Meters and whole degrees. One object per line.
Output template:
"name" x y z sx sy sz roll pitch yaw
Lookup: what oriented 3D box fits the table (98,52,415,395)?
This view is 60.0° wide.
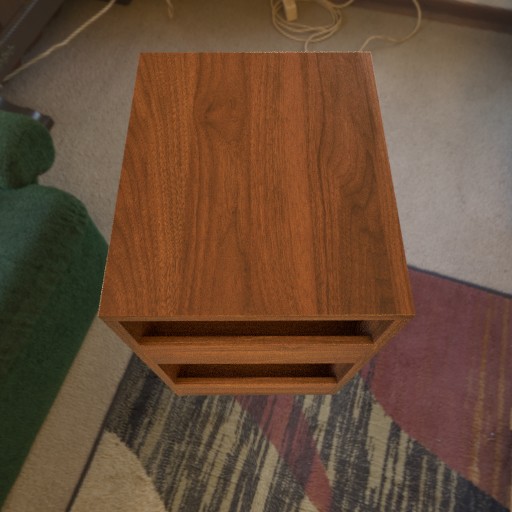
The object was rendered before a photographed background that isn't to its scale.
"table" 0.000 0.000 1.559 0.660 1.041 0.786 0 64 0
